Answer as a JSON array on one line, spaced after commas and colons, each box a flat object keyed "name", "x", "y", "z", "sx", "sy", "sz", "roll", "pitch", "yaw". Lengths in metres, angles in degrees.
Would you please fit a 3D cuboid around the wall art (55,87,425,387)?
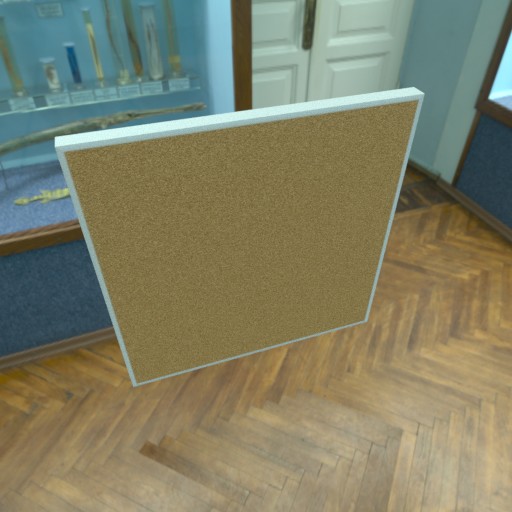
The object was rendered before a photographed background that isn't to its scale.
[{"name": "wall art", "x": 0.000, "y": 0.000, "z": 1.145, "sx": 0.768, "sy": 0.765, "sz": 0.041, "roll": -13, "pitch": 43, "yaw": -14}]
